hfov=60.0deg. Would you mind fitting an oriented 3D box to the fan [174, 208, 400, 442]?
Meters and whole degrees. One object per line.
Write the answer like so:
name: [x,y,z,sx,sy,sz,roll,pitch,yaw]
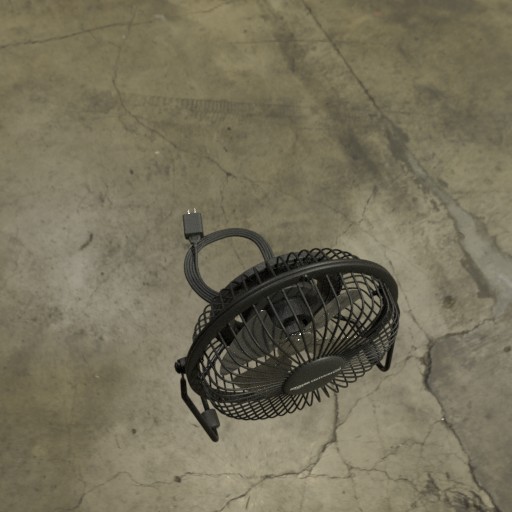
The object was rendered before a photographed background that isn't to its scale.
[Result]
fan: [0.000,0.000,0.307,0.153,0.152,0.202,-19,64,-10]
